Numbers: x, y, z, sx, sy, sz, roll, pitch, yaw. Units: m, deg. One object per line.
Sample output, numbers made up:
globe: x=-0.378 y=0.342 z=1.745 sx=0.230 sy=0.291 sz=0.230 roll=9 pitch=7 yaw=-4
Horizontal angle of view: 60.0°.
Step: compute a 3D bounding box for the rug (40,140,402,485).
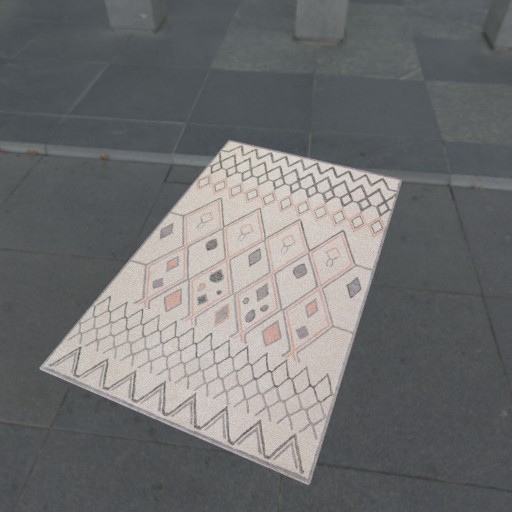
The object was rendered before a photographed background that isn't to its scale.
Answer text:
rug: x=0.000 y=0.000 z=2.963 sx=1.524 sy=0.015 sz=2.438 roll=17 pitch=49 yaw=15
